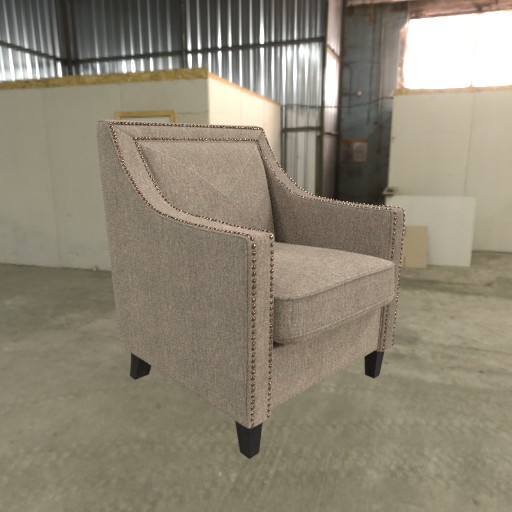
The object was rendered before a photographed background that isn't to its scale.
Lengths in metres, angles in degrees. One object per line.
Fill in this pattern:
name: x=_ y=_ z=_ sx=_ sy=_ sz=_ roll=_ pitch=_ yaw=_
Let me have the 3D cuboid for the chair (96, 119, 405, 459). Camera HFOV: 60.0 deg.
chair: x=0.000 y=0.000 z=1.631 sx=0.776 sy=0.967 sz=0.884 roll=-13 pitch=19 yaw=-42
